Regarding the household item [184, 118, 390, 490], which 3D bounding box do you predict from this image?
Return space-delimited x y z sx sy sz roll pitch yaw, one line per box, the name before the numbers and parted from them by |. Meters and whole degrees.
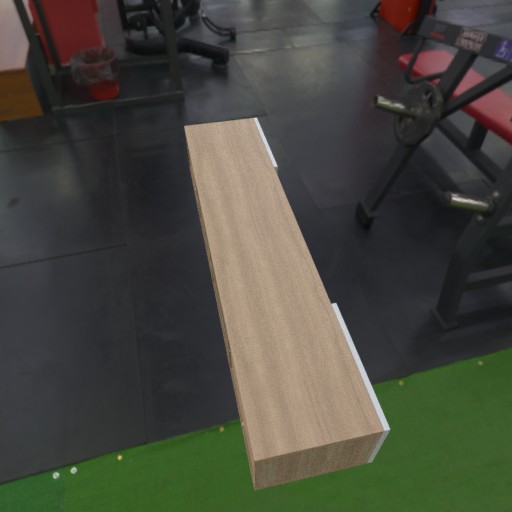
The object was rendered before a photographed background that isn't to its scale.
household item | 0.000 0.000 2.033 0.420 0.310 1.850 -9 48 -8
